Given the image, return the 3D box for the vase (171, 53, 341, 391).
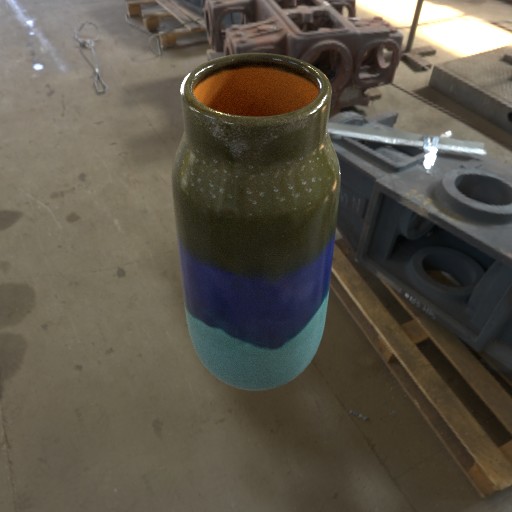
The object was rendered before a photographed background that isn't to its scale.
[{"bbox_3d":[0.000,0.000,0.386,0.139,0.313,0.139,0,47,0],"label":"vase"}]
